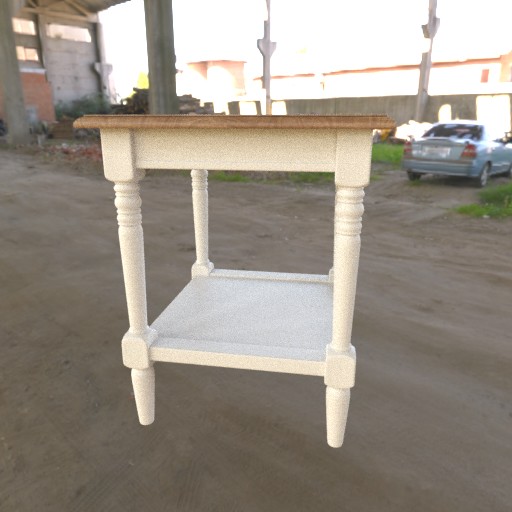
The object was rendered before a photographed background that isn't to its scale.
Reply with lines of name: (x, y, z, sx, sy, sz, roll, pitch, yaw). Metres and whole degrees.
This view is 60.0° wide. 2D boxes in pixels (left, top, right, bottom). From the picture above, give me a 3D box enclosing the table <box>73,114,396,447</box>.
table: (0.000, 0.000, 0.931, 0.457, 0.561, 0.508, 3, 17, 9)
